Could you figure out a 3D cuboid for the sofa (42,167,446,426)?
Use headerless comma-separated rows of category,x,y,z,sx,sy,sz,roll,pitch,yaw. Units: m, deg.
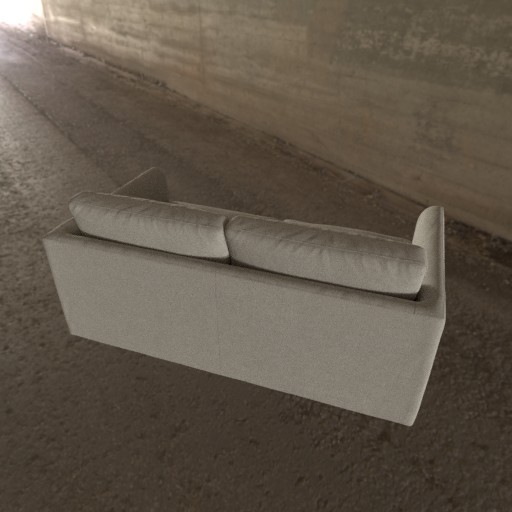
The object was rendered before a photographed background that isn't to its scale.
sofa,0.000,0.000,2.480,1.905,0.839,1.091,11,33,16
